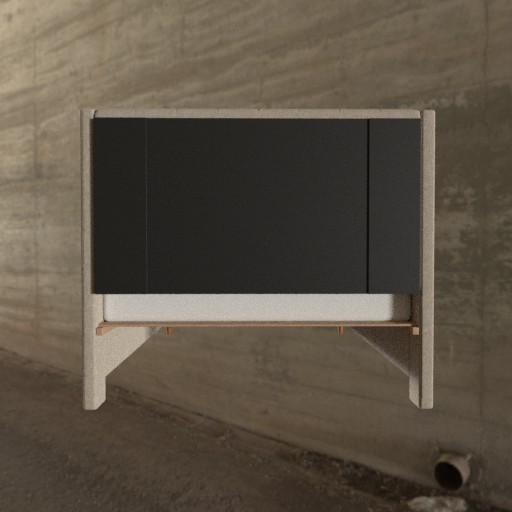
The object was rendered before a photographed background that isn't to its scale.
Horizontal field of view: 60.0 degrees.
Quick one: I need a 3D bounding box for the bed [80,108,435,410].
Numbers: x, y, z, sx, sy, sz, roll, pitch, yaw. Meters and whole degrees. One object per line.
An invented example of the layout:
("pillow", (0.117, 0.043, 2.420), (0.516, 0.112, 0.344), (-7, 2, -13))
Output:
("bed", (0.000, 0.000, 3.709), (2.045, 1.743, 2.370), (0, 1, -1))
